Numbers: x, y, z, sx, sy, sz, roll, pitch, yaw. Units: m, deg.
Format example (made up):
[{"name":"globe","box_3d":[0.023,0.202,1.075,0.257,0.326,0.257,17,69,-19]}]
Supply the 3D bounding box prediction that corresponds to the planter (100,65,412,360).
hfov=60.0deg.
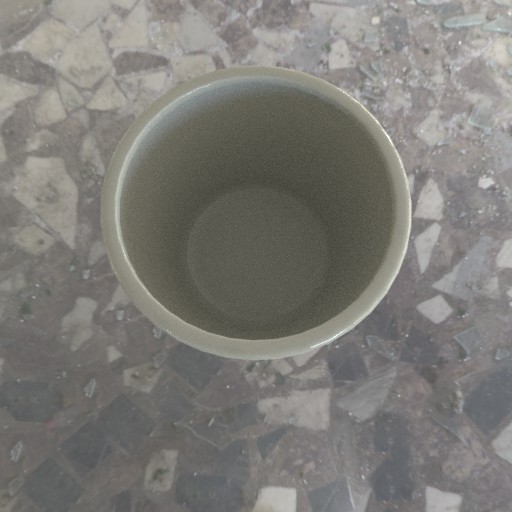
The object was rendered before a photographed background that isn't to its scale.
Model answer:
[{"name":"planter","box_3d":[0.000,0.000,0.466,0.217,0.331,0.217,11,76,3]}]
